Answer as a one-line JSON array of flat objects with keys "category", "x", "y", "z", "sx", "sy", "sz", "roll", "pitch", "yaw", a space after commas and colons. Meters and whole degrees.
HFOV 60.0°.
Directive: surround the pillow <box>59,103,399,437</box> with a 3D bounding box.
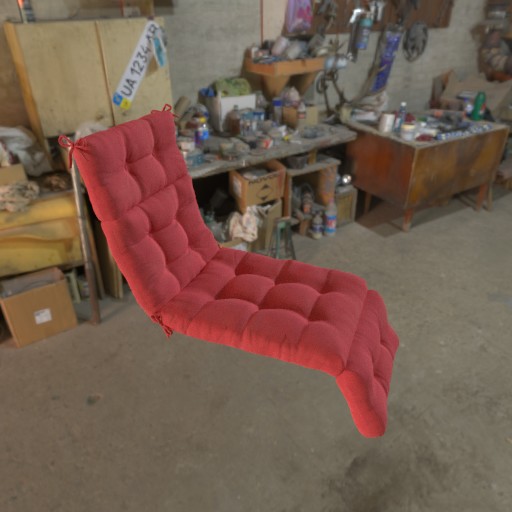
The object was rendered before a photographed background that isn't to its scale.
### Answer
[{"category": "pillow", "x": 0.000, "y": 0.000, "z": 1.497, "sx": 1.016, "sy": 0.863, "sz": 0.526, "roll": 10, "pitch": 31, "yaw": 18}]
